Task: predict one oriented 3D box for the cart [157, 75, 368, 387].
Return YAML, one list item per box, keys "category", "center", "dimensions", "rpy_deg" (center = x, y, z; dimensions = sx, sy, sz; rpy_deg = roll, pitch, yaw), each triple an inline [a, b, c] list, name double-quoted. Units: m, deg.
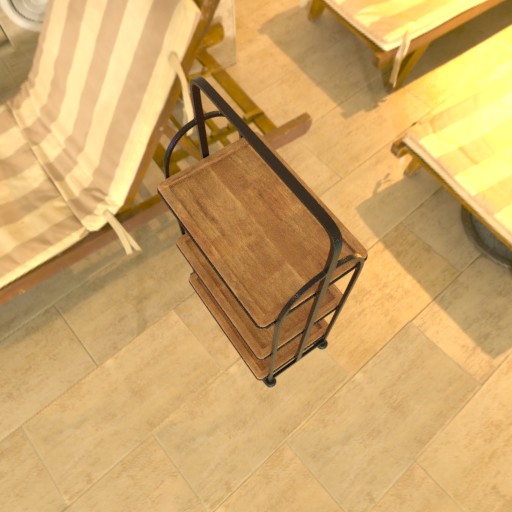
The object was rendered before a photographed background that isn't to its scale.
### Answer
- category: "cart"
  center: [0.000, 0.000, 1.296]
  dimensions: [0.327, 1.001, 0.553]
  rpy_deg: [-32, 68, -15]
